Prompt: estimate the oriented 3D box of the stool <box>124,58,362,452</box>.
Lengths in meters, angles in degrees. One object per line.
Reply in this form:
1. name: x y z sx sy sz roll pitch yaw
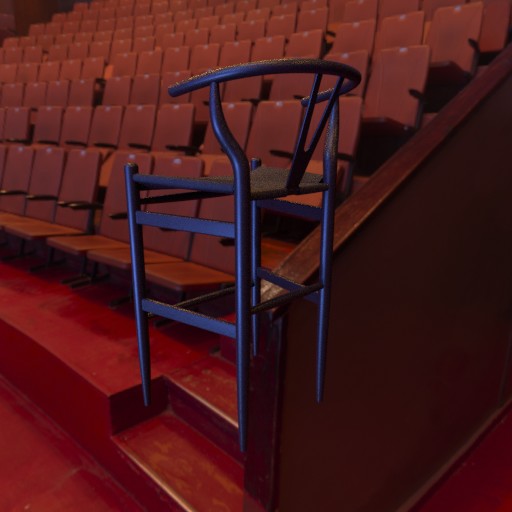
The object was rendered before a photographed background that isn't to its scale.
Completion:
1. stool: 0.000 0.000 1.395 0.569 1.072 0.579 -14 20 -43
